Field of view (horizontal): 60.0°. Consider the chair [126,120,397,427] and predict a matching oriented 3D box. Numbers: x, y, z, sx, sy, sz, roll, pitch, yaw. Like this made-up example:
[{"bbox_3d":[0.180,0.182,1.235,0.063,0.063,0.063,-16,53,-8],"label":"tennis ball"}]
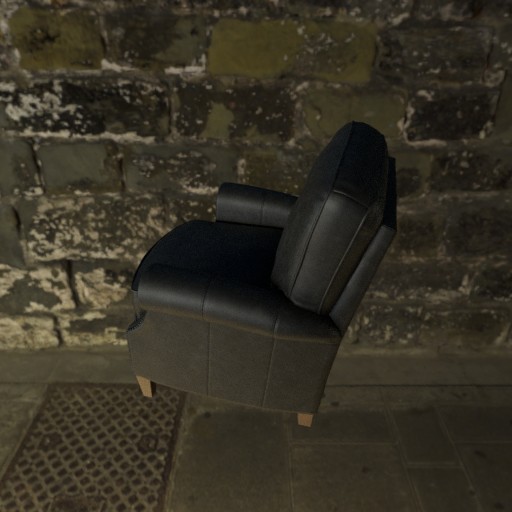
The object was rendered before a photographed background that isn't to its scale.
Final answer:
[{"bbox_3d":[0.000,0.000,1.780,0.986,1.018,0.936,8,31,13],"label":"chair"}]
